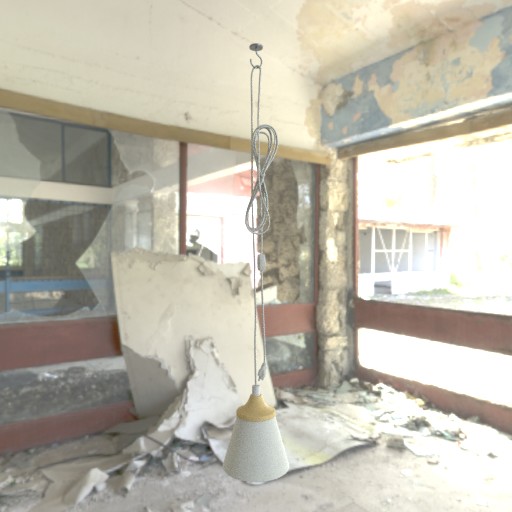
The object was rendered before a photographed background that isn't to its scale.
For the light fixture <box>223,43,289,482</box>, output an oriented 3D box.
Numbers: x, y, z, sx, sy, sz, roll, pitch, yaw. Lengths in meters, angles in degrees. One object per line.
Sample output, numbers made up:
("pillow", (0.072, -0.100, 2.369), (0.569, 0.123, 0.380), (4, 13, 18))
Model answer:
("light fixture", (0.000, 0.000, 1.023), (0.153, 0.966, 0.153), (0, 0, 0))
